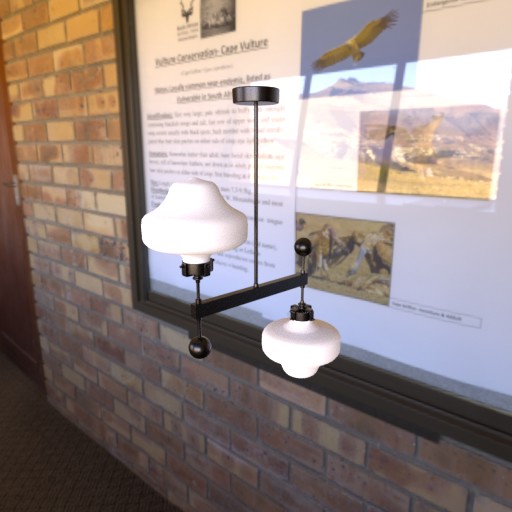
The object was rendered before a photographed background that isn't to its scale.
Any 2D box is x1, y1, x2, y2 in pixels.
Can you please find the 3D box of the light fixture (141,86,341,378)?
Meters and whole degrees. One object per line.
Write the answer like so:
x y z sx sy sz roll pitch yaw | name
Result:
0.000 0.000 1.046 0.422 0.743 0.489 2 14 9 | light fixture
